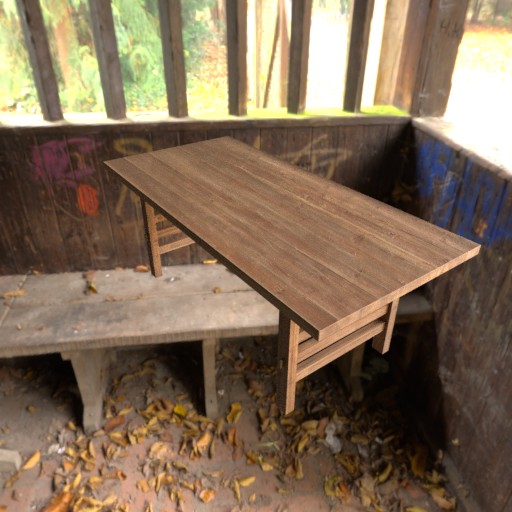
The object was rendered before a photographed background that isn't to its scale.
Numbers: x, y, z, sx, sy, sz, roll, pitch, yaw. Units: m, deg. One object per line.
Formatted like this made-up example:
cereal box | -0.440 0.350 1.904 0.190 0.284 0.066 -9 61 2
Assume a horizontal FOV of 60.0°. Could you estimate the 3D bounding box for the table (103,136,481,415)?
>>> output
table | 0.000 0.000 2.566 0.952 0.760 2.003 -21 37 -30
